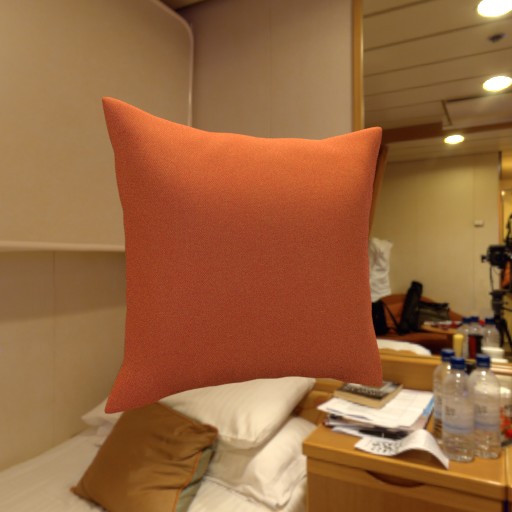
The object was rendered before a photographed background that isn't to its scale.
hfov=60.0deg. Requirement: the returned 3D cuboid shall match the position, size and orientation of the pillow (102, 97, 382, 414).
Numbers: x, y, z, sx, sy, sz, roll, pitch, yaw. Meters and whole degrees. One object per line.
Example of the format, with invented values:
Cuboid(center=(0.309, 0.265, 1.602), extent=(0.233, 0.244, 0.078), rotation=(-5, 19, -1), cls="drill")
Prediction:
Cuboid(center=(0.000, 0.000, 0.689), extent=(0.453, 0.444, 0.169), rotation=(0, 0, -18), cls="pillow")
